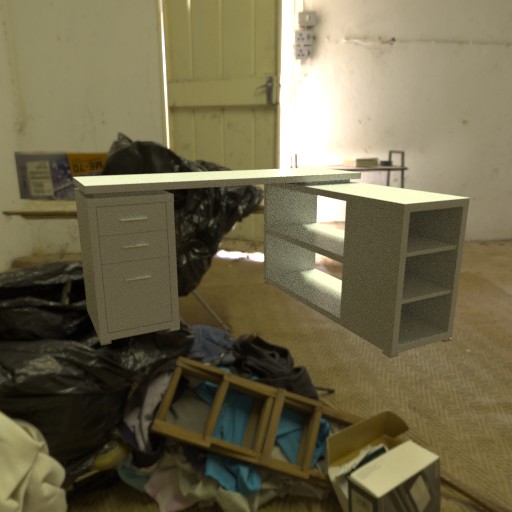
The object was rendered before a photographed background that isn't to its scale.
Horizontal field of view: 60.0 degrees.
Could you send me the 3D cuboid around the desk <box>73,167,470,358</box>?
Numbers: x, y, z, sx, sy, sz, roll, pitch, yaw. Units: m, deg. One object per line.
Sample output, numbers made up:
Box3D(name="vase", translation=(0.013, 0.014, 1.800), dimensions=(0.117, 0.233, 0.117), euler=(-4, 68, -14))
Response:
Box3D(name="desk", translation=(0.000, 0.000, 2.230), dimensions=(1.524, 0.753, 1.200), euler=(-8, 17, -26))
